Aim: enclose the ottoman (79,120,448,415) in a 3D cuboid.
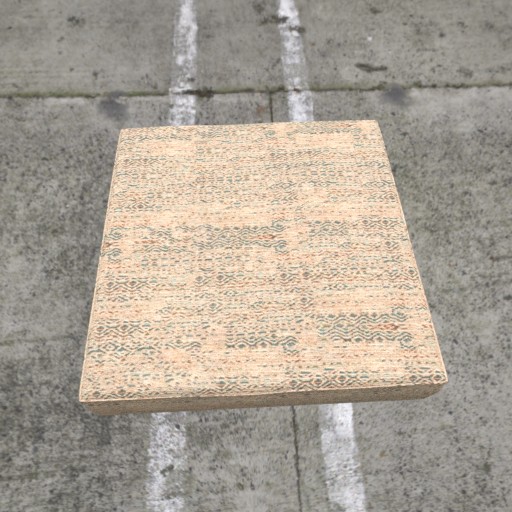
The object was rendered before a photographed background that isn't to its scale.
[{"bbox_3d":[0.000,0.000,1.519,0.968,0.356,1.004,-2,59,-1],"label":"ottoman"}]
